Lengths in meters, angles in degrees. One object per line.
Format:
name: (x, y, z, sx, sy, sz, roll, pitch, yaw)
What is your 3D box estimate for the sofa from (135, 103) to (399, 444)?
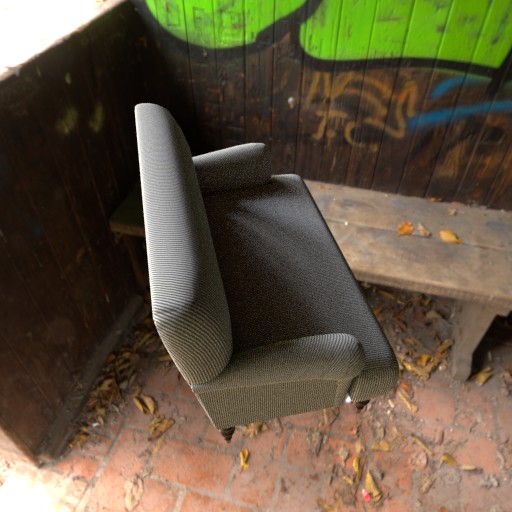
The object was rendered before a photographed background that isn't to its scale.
sofa: (0.000, 0.000, 1.824, 0.779, 0.889, 1.297, -9, 46, -9)
